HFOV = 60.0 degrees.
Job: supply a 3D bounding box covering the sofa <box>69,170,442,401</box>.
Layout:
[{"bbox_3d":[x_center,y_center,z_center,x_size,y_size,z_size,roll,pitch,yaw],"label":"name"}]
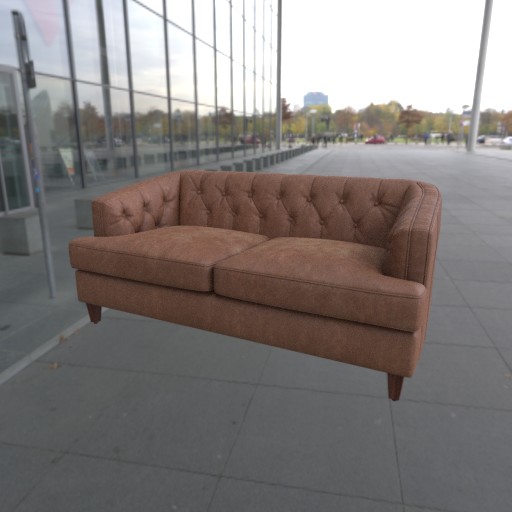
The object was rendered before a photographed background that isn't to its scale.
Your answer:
[{"bbox_3d":[0.000,0.000,2.312,1.755,0.786,0.914,8,17,26],"label":"sofa"}]
